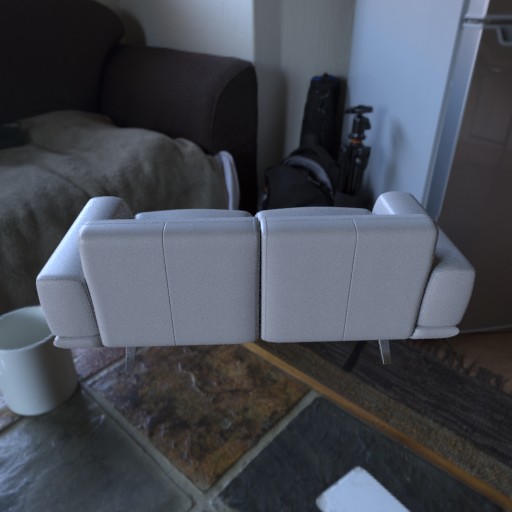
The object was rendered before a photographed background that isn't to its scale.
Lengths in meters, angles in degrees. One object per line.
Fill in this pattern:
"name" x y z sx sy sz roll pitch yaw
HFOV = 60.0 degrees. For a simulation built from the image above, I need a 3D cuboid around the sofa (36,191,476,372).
"sofa" 0.000 0.000 2.324 1.901 0.772 0.900 -1 31 -2
